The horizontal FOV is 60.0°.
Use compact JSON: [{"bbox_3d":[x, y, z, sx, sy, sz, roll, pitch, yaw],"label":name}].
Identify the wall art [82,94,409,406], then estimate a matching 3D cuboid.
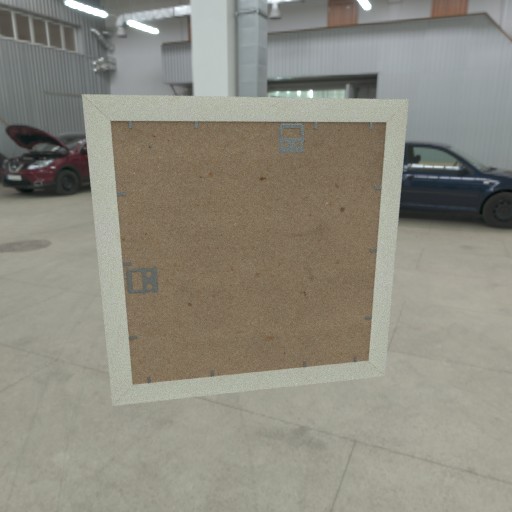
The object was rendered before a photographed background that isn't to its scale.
[{"bbox_3d":[0.000,0.000,0.867,0.584,0.584,0.013,-3,16,-11],"label":"wall art"}]
